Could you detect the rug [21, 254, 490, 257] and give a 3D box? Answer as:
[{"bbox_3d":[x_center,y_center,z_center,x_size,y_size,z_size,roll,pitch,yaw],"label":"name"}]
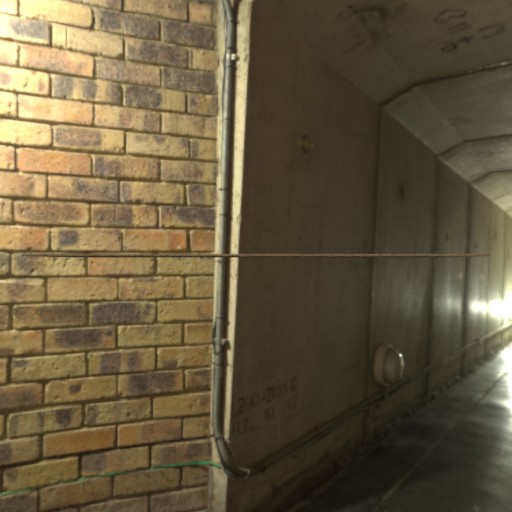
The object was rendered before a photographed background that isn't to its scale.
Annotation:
[{"bbox_3d":[0.000,0.000,2.673,2.435,0.011,0.750,0,-1,-1],"label":"rug"}]
